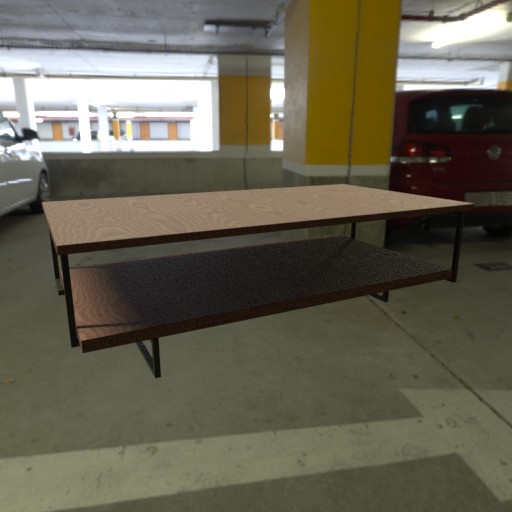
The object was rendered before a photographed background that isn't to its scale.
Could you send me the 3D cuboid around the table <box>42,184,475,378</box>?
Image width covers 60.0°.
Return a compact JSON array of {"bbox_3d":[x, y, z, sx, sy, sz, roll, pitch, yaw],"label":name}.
[{"bbox_3d":[0.000,0.000,1.440,1.197,0.347,0.651,-8,17,-26],"label":"table"}]
